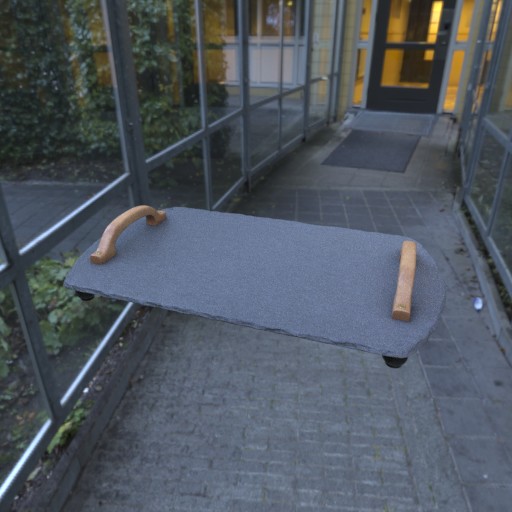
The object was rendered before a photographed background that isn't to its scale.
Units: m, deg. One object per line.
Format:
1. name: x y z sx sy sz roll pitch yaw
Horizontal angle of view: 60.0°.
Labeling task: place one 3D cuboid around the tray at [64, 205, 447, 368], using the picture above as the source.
1. tray: 0.000 0.000 0.479 0.387 0.062 0.231 9 28 17
